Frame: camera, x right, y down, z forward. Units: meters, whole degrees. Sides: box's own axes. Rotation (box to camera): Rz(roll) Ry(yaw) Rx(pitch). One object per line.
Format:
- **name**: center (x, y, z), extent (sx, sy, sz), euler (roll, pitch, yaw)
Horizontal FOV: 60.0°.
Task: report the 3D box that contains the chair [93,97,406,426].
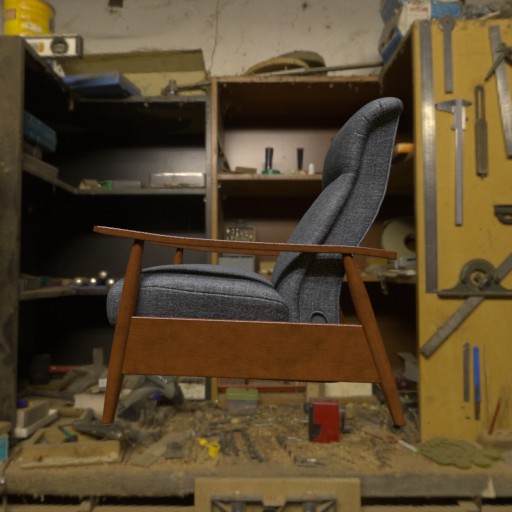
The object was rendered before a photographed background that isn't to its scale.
- **chair**: center (0.000, 0.000, 1.778), extent (1.030, 1.082, 0.762), euler (0, -1, 1)
